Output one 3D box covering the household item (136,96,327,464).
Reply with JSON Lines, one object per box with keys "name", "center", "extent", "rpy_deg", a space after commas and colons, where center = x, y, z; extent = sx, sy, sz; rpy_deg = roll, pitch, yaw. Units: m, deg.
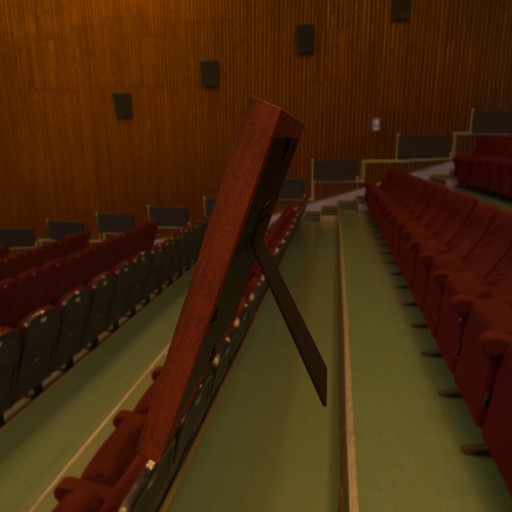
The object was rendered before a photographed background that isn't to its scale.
{"name": "household item", "center": [0.000, 0.000, 0.383], "extent": [0.131, 0.240, 0.240], "rpy_deg": [2, 15, 9]}
